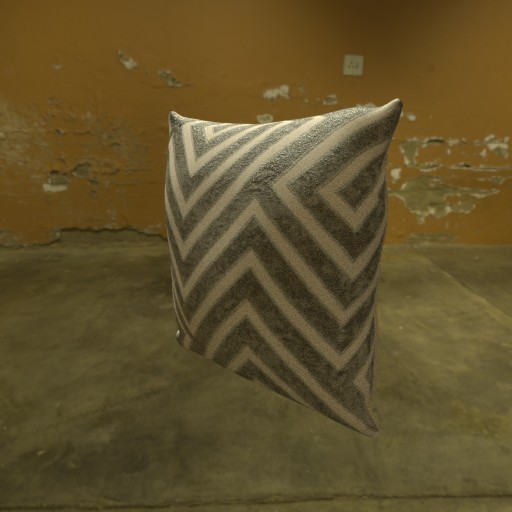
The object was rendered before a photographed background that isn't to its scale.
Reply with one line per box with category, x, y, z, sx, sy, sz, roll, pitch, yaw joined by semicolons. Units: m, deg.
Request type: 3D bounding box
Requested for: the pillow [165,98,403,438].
pillow;0.000;0.000;0.677;0.440;0.441;0.182;13;19;42
